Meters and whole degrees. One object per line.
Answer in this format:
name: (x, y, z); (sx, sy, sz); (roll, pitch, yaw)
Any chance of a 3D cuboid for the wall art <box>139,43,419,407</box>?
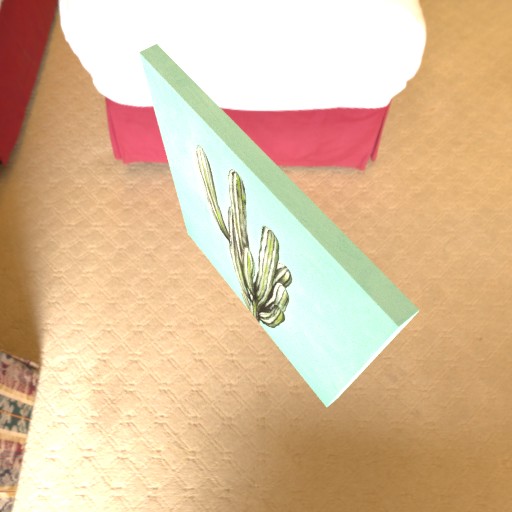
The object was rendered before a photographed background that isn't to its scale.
wall art: (0.000, 0.000, 0.905); (0.036, 0.603, 0.603); (-34, 68, -16)
